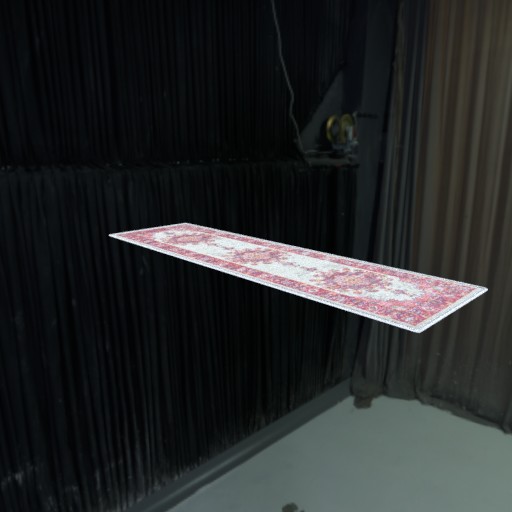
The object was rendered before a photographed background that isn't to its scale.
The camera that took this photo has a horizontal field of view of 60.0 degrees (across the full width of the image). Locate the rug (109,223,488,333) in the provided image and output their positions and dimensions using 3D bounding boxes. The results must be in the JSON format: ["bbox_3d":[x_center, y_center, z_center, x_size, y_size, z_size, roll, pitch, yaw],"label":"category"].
[{"bbox_3d":[0.000,0.000,2.548,0.666,0.011,2.294,-14,20,-43],"label":"rug"}]
